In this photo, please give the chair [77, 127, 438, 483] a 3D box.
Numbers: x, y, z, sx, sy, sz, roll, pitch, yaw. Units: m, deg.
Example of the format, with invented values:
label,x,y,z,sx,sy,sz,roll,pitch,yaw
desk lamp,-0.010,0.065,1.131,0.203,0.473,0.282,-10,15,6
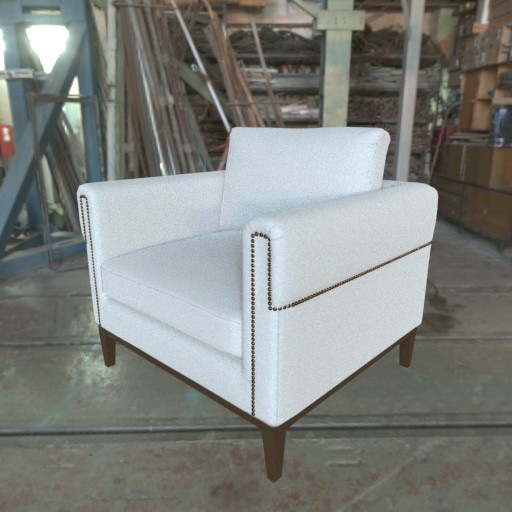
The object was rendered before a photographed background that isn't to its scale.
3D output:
label,x,y,z,sx,sy,sz,roll,pitch,yaw
chair,0.000,0.000,1.637,0.982,0.915,0.896,15,22,41
